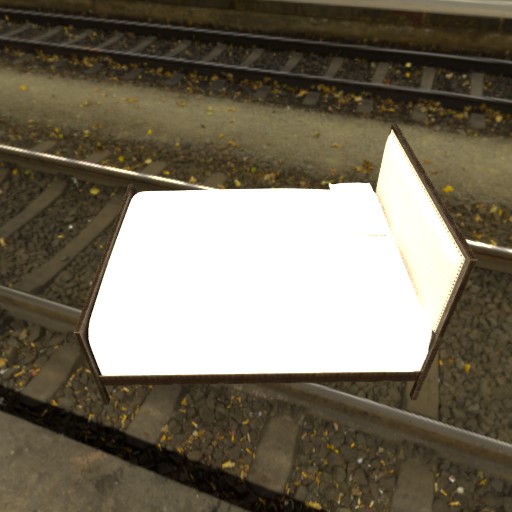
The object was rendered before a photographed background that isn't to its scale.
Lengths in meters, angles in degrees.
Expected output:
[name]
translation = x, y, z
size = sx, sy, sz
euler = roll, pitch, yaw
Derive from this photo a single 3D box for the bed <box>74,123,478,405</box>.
[bed]
translation = 0.000, 0.000, 3.265
size = 2.221, 1.313, 1.607
euler = -1, 41, -1
